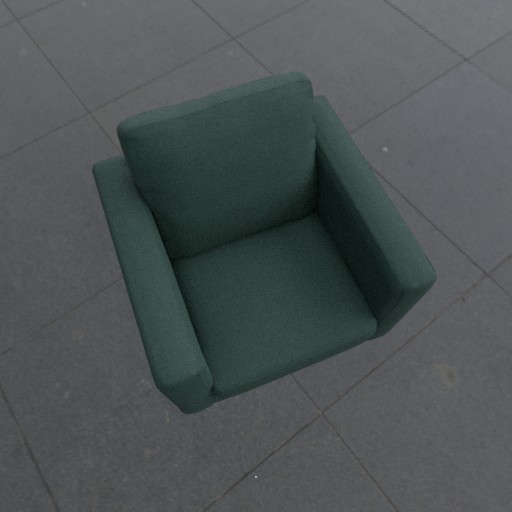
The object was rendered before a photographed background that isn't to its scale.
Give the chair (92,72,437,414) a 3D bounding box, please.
[{"bbox_3d":[0.000,0.000,1.552,0.855,0.927,0.800,-20,65,-10],"label":"chair"}]
